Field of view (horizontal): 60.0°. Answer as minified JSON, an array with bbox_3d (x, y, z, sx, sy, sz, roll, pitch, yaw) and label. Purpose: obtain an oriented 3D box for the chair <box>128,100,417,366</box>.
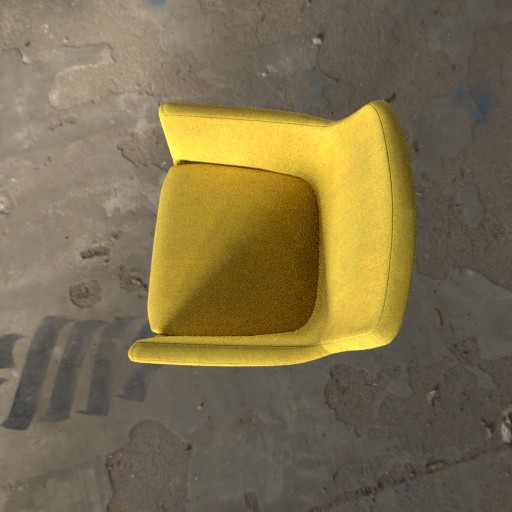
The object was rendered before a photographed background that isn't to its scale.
[{"bbox_3d":[0.000,0.000,1.152,0.570,0.780,0.570,3,76,1],"label":"chair"}]
